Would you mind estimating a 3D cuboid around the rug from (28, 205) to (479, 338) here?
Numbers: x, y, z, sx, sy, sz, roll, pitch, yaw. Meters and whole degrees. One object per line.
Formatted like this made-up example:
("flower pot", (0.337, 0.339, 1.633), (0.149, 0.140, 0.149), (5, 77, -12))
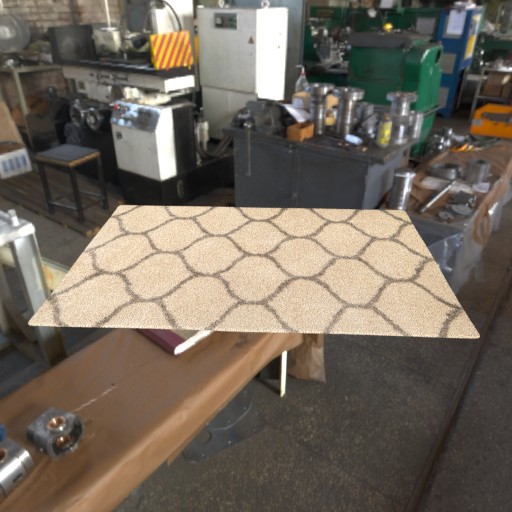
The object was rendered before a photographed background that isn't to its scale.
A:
("rug", (0.000, 0.000, 3.412), (2.701, 0.026, 1.801), (1, 30, 2))
